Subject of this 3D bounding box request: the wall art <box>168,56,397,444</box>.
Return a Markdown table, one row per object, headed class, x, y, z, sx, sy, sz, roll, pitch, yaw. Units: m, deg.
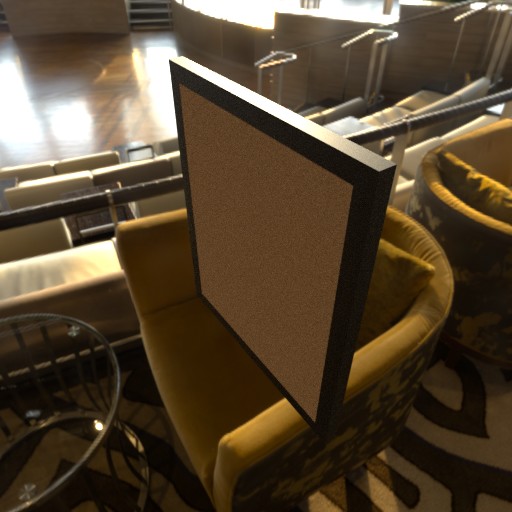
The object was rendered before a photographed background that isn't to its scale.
| class | x | y | z | sx | sy | sz | roll | pitch | yaw |
| --- | --- | --- | --- | --- | --- | --- | --- | --- | --- |
| wall art | 0.000 | 0.000 | 0.715 | 0.025 | 0.508 | 0.432 | -24 | 46 | -26 |
